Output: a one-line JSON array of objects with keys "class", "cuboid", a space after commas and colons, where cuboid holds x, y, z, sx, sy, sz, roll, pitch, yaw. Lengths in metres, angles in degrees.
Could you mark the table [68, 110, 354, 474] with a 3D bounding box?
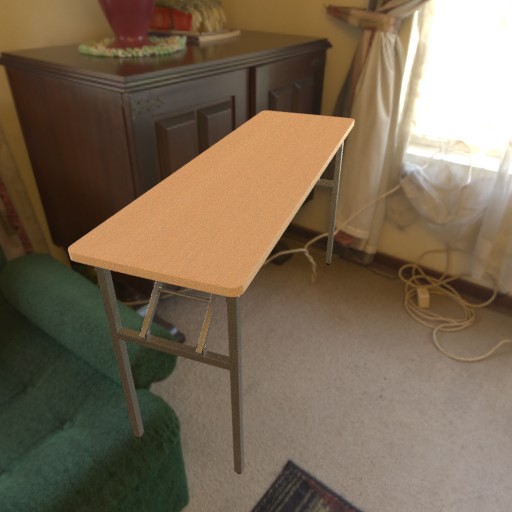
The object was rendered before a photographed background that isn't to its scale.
[{"class": "table", "cuboid": [0.000, 0.000, 1.723, 0.446, 0.750, 1.397, 11, 34, 17]}]
